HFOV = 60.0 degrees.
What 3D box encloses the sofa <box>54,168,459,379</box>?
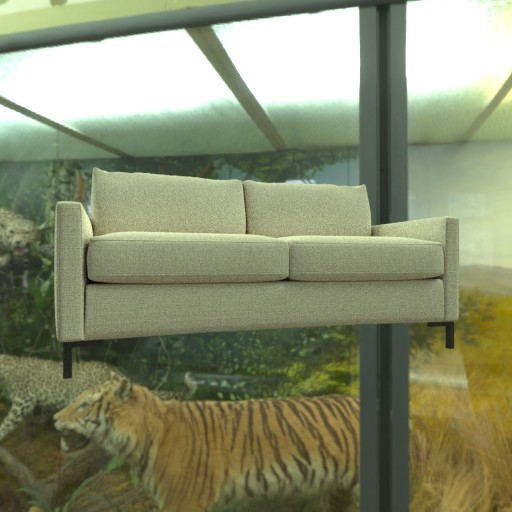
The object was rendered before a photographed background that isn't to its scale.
[{"bbox_3d":[0.000,0.000,2.049,1.651,0.812,0.839,0,-1,-19],"label":"sofa"}]
